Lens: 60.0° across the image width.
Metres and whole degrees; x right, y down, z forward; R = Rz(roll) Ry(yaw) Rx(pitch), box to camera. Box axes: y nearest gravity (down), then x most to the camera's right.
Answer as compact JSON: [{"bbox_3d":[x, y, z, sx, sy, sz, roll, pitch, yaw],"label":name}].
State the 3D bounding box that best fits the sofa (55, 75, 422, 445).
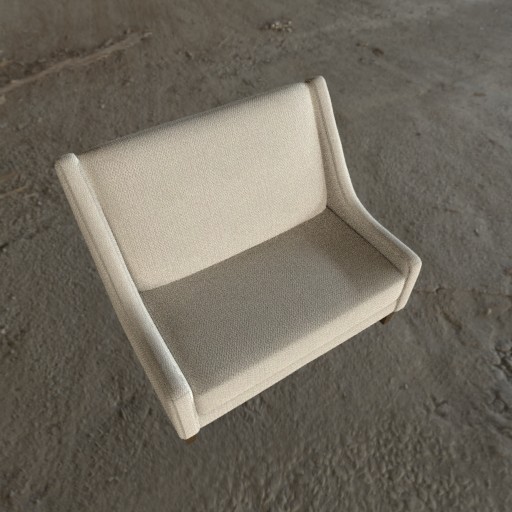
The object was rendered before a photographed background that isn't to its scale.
[{"bbox_3d":[0.000,0.000,1.947,1.242,1.022,0.870,-25,52,-21],"label":"sofa"}]
